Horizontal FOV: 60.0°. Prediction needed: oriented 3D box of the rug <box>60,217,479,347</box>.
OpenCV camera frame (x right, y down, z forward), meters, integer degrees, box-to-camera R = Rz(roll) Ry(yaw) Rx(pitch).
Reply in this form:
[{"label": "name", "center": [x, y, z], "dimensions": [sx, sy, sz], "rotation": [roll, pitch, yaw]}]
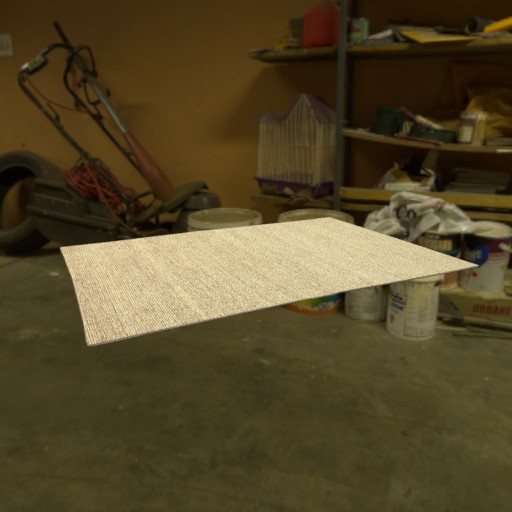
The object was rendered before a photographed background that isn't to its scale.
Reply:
[{"label": "rug", "center": [0.000, 0.000, 2.972], "dimensions": [2.342, 0.030, 1.609], "rotation": [-8, 19, -25]}]
